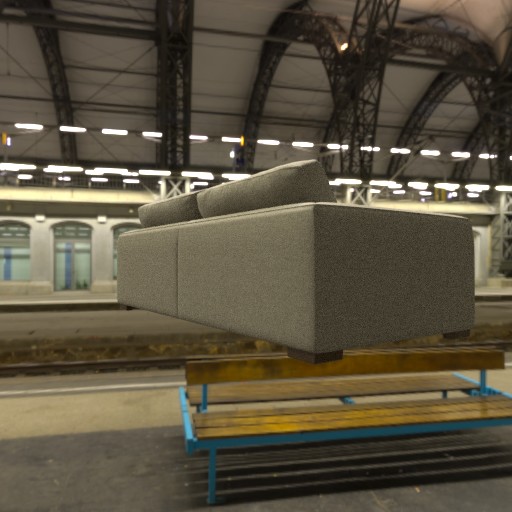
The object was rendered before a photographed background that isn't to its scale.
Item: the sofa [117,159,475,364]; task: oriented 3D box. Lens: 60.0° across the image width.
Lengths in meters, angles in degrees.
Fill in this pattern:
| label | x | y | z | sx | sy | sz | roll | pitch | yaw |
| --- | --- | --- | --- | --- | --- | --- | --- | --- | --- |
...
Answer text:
| label | x | y | z | sx | sy | sz | roll | pitch | yaw |
| --- | --- | --- | --- | --- | --- | --- | --- | --- | --- |
| sofa | 0.000 | 0.000 | 2.759 | 1.070 | 0.801 | 2.262 | 0 | -1 | -35 |
